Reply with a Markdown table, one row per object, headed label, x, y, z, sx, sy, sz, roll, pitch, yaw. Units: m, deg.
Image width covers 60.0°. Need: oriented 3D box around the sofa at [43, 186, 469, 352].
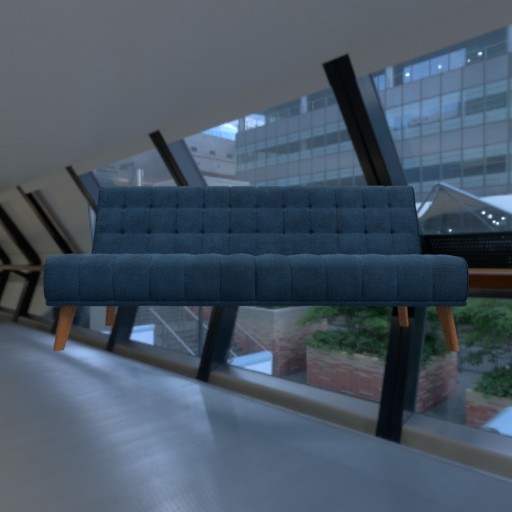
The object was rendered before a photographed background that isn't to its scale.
| label | x | y | z | sx | sy | sz | roll | pitch | yaw |
| --- | --- | --- | --- | --- | --- | --- | --- | --- | --- |
| sofa | 0.000 | 0.000 | 2.298 | 1.804 | 0.813 | 0.855 | 0 | 0 | 0 |
